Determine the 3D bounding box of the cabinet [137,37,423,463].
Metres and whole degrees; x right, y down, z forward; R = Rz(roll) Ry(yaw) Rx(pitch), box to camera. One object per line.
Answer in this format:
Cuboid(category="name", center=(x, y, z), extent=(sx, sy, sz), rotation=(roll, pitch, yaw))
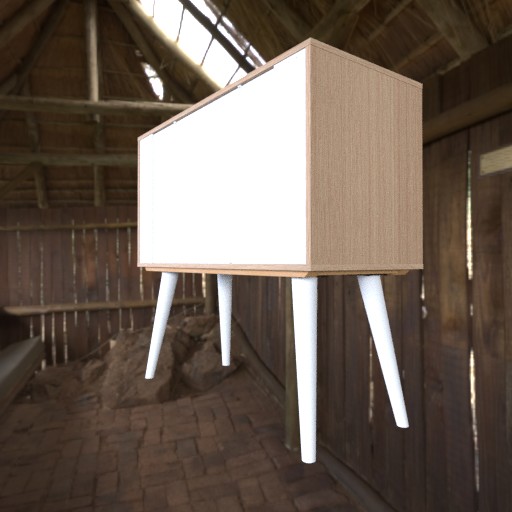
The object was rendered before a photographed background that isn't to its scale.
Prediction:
Cuboid(category="cabinet", center=(0.000, 0.000, 1.601), extent=(0.470, 1.016, 1.057), rotation=(1, -1, -37))
